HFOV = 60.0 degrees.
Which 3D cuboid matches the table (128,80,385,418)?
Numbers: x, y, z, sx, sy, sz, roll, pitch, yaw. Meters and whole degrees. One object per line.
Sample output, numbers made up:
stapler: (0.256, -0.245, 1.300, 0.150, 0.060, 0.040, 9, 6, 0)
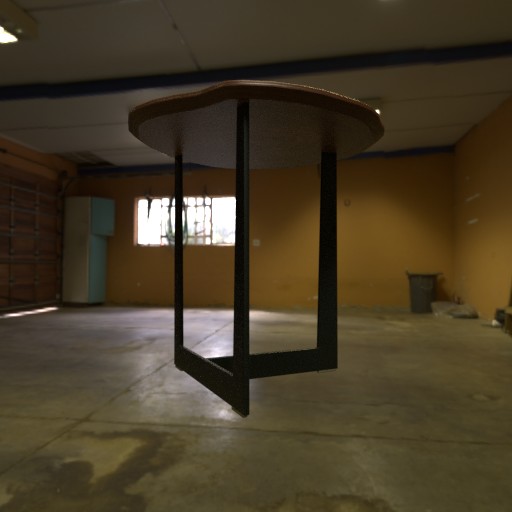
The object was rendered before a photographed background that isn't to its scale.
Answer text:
table: (0.000, 0.000, 0.862, 0.494, 0.476, 0.477, 1, -2, -36)
